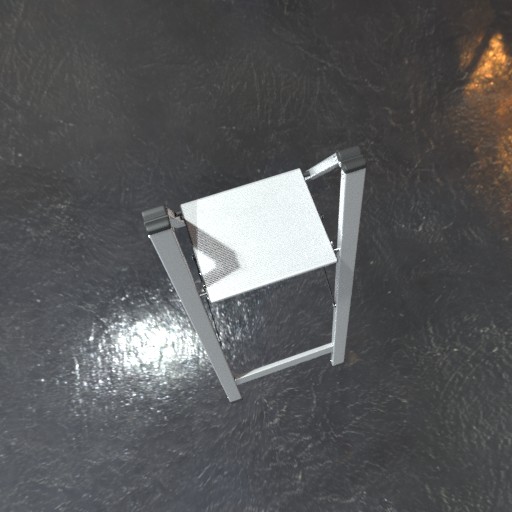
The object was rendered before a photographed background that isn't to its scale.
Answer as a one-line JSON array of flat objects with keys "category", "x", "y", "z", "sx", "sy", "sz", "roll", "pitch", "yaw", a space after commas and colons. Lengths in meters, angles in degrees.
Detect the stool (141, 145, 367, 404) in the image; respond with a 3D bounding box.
[{"category": "stool", "x": 0.000, "y": 0.000, "z": 1.264, "sx": 0.441, "sy": 0.902, "sz": 0.730, "roll": -18, "pitch": 74, "yaw": -5}]
